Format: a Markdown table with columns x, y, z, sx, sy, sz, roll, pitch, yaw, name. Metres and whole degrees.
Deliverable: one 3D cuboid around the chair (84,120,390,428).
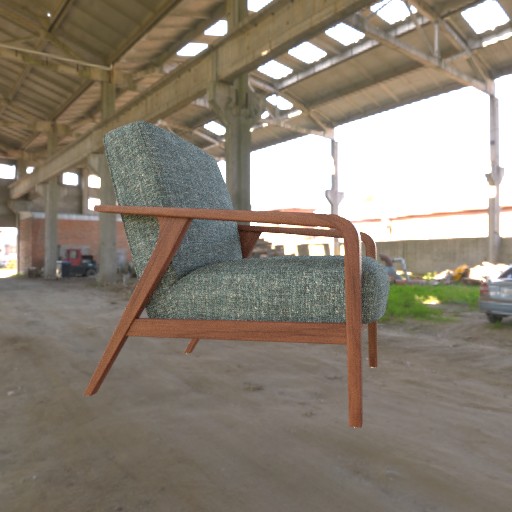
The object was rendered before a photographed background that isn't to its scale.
| x | y | z | sx | sy | sz | roll | pitch | yaw | name |
| --- | --- | --- | --- | --- | --- | --- | --- | --- | --- |
| 0.000 | 0.000 | 1.547 | 0.889 | 0.864 | 0.719 | 0 | -1 | 19 | chair |
